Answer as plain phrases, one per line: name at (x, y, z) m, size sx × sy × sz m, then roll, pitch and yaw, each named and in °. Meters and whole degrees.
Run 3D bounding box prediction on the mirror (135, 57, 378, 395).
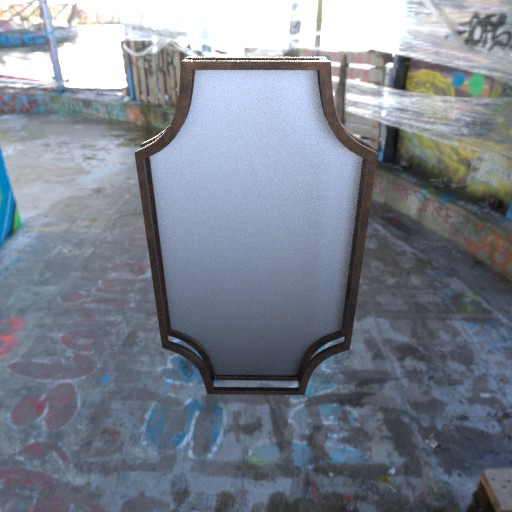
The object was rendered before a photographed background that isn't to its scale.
mirror at (0.000, 0.000, 0.993) m, size 0.462 × 0.811 × 0.066 m, roll 0°, pitch 30°, yaw 1°
